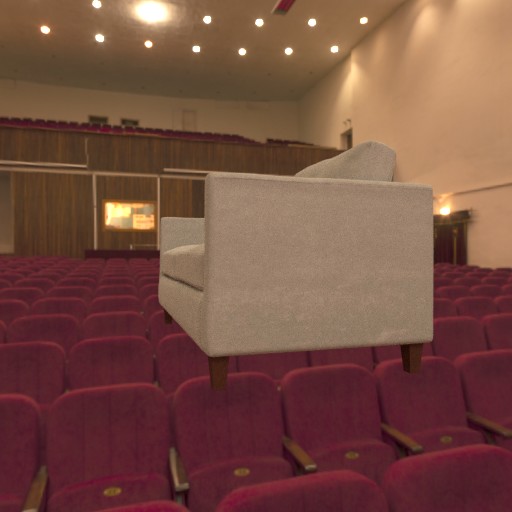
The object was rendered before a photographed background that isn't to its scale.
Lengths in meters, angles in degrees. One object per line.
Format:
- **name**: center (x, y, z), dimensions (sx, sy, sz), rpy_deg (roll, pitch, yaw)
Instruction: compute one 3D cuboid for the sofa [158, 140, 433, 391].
- **sofa**: center (0.000, 0.000, 2.520), dimensions (0.950, 0.963, 1.884), rpy_deg (0, 0, -17)
